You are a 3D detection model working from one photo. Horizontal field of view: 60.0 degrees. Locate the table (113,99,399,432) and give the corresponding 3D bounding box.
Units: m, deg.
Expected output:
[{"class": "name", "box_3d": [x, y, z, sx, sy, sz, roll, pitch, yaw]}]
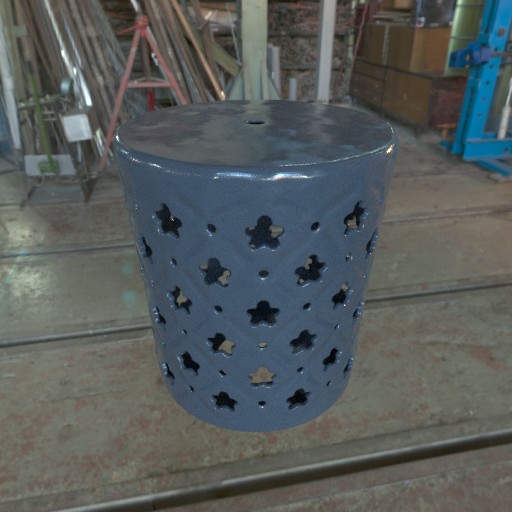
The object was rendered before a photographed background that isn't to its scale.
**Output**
[{"class": "table", "box_3d": [0.000, 0.000, 0.652, 0.352, 0.387, 0.352, 0, 30, 0]}]
